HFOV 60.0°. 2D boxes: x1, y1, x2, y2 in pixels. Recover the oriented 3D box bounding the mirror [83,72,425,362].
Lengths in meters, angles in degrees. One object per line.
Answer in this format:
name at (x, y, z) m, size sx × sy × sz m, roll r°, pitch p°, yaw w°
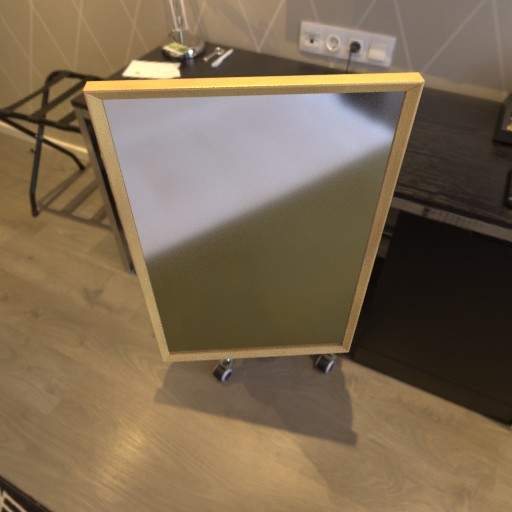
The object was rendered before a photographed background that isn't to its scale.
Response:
mirror at (0.000, 0.000, 1.131) m, size 0.609 × 0.915 × 0.041 m, roll -3°, pitch 46°, yaw -2°
